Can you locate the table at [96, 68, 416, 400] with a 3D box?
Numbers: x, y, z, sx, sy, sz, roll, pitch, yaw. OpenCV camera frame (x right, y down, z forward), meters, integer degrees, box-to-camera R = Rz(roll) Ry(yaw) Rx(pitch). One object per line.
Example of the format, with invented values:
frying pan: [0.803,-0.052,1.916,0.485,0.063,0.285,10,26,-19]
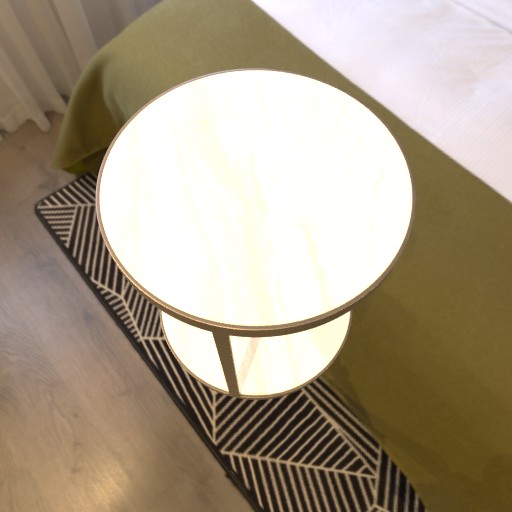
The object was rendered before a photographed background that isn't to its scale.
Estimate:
table: [0.000,0.000,0.835,0.445,0.479,0.445,0,63,0]
